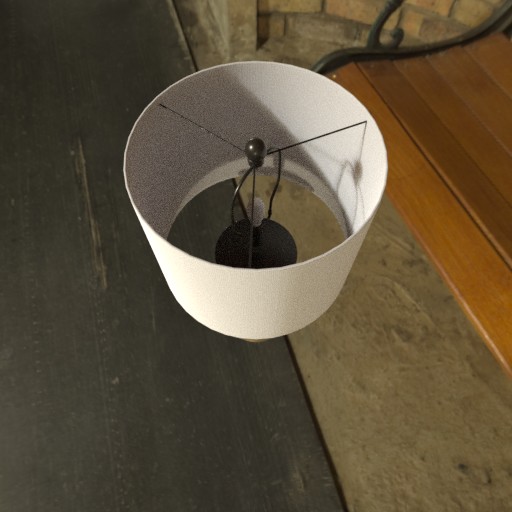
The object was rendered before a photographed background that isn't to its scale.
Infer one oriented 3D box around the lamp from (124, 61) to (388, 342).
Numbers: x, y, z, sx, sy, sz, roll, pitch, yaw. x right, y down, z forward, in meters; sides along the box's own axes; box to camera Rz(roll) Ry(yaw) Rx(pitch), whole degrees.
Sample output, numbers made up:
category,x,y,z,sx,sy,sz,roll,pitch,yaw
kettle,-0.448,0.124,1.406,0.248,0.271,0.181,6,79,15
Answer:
category,x,y,z,sx,sy,sz,roll,pitch,yaw
lamp,0.000,0.000,0.751,0.304,0.573,0.304,32,68,15
